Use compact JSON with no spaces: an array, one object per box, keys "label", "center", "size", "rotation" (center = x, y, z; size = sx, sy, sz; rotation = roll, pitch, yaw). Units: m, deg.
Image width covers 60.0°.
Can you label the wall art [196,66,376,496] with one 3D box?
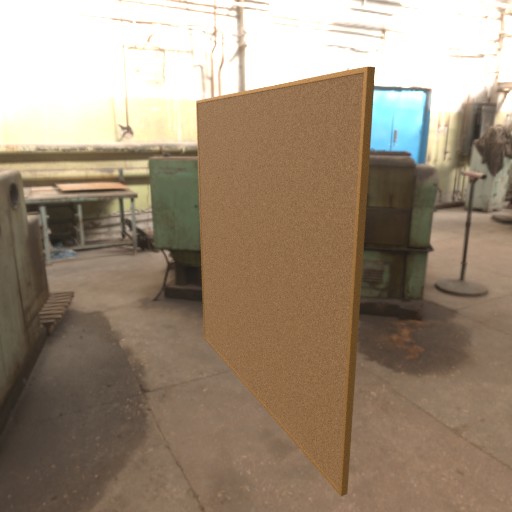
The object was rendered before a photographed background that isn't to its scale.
[{"label":"wall art","center":[0.000,0.000,0.927],"size":[0.014,0.655,0.657],"rotation":[-7,17,-25]}]
